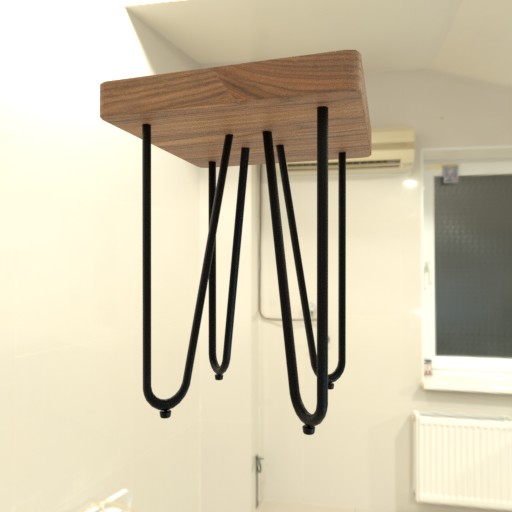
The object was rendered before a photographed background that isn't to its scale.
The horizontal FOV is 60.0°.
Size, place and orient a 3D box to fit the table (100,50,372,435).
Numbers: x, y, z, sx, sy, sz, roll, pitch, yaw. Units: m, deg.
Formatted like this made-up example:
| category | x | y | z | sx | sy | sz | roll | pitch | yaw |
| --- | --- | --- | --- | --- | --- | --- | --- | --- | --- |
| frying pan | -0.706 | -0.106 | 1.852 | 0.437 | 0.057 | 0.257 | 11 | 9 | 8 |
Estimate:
| category | x | y | z | sx | sy | sz | roll | pitch | yaw |
| --- | --- | --- | --- | --- | --- | --- | --- | --- | --- |
| table | 0.000 | 0.000 | 0.979 | 0.480 | 0.641 | 0.479 | 0 | -1 | 17 |
